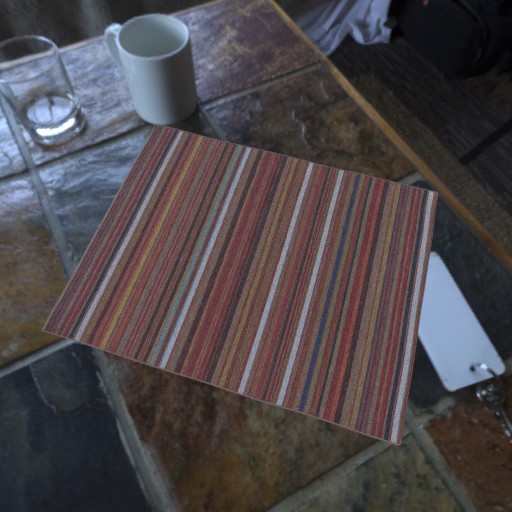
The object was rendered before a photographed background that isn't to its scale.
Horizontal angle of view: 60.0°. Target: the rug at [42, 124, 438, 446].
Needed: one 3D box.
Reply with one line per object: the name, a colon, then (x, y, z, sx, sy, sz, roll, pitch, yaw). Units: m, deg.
rug: (0.000, 0.000, 4.128, 3.092, 0.023, 2.479, 16, 64, 8)
